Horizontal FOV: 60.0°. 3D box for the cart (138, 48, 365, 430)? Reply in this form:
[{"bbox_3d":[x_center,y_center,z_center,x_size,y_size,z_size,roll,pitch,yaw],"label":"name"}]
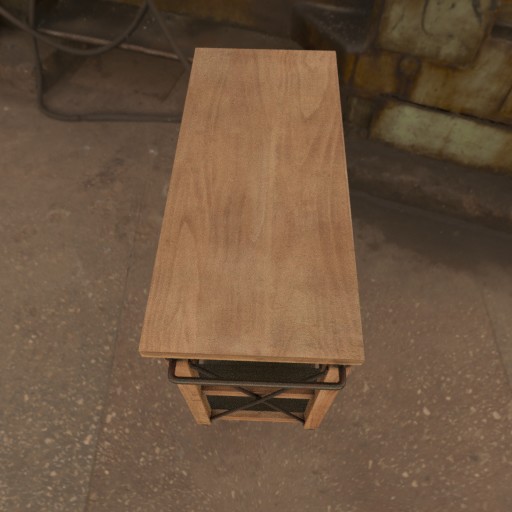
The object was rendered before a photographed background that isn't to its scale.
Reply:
[{"bbox_3d":[0.000,0.000,0.963,0.298,0.554,0.686,2,58,1],"label":"cart"}]
